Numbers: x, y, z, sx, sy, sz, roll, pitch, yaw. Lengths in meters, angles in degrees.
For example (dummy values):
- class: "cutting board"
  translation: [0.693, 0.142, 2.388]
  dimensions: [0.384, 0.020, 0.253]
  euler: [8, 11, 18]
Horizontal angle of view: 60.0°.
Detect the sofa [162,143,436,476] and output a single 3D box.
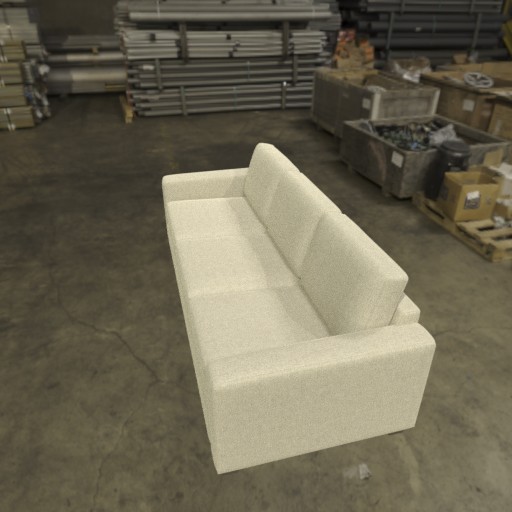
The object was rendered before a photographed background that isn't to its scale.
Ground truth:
- class: "sofa"
  translation: [0.000, 0.000, 2.578]
  dimensions: [0.900, 0.800, 2.160]
  euler: [-8, 31, -13]
